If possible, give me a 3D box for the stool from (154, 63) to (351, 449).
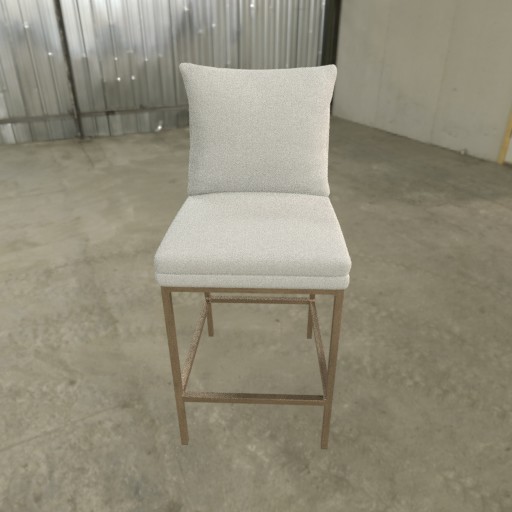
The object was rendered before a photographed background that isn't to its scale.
[{"bbox_3d":[0.000,0.000,1.331,0.463,1.032,0.572,1,29,2],"label":"stool"}]
